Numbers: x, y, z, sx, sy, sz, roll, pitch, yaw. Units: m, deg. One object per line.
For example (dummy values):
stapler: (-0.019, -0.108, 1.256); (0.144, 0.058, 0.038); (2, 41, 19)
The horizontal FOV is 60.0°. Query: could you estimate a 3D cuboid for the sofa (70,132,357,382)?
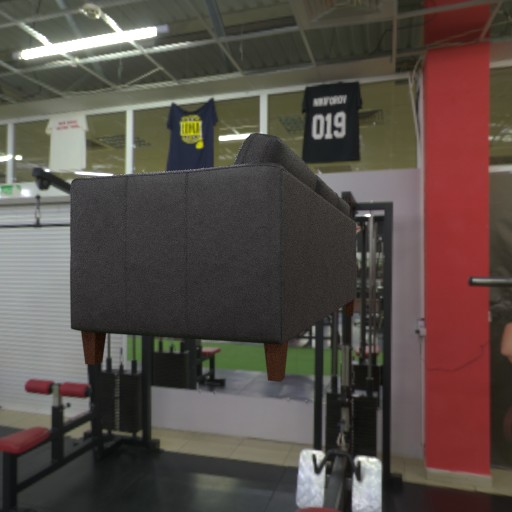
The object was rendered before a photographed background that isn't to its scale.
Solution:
sofa: (0.000, 0.000, 2.945); (1.045, 1.006, 2.464); (0, -1, 19)
